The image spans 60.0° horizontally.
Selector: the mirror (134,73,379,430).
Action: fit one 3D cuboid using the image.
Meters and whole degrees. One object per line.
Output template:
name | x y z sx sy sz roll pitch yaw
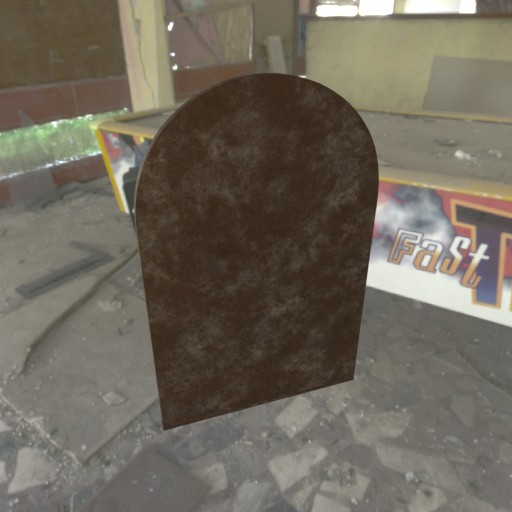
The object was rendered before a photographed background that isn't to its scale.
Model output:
mirror | 0.000 0.000 0.994 0.510 0.770 0.137 -9 29 -17
